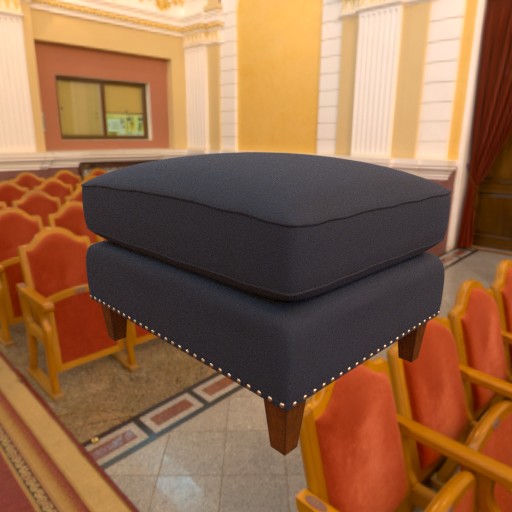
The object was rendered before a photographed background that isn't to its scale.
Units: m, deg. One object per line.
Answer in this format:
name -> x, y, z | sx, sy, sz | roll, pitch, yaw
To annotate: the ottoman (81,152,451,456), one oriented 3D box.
ottoman -> 0.000, 0.000, 1.131 | 0.584, 0.513, 0.741 | -15, 21, -42
